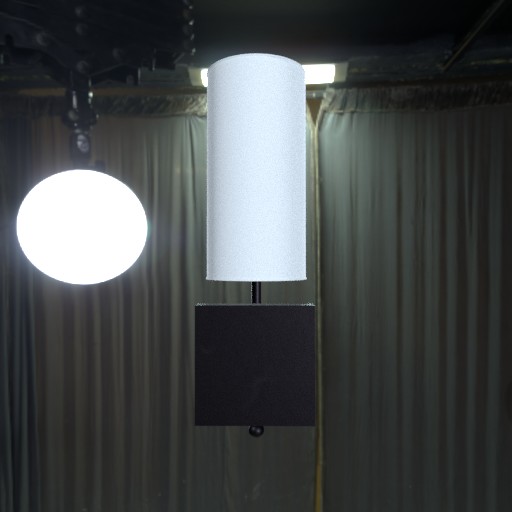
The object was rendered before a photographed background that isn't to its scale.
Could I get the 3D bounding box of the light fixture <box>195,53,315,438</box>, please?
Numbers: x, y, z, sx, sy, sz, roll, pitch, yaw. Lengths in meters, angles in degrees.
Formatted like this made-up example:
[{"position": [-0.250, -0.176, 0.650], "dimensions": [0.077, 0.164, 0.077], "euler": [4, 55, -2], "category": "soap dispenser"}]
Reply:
[{"position": [0.000, 0.000, 0.527], "dimensions": [0.128, 0.462, 0.208], "euler": [0, -1, 1], "category": "light fixture"}]
